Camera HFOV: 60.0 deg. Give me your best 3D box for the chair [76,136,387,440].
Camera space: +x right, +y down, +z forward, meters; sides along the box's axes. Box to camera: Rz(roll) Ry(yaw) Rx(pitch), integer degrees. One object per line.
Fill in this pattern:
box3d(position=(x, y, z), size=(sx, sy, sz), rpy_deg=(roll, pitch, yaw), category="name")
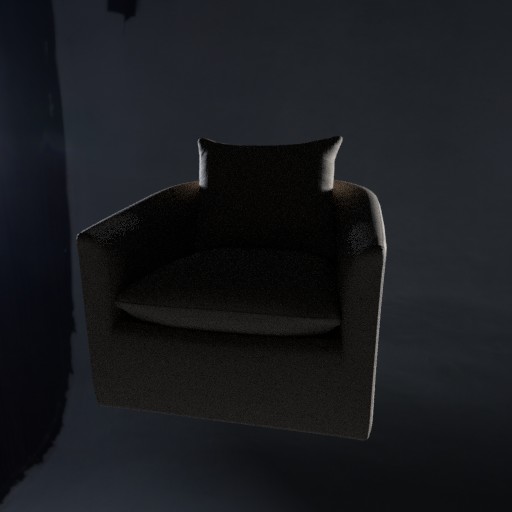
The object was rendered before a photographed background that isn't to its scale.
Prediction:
box3d(position=(0.000, 0.000, 1.595), size=(0.845, 0.848, 0.910), rpy_deg=(3, 13, 12), category="chair")
